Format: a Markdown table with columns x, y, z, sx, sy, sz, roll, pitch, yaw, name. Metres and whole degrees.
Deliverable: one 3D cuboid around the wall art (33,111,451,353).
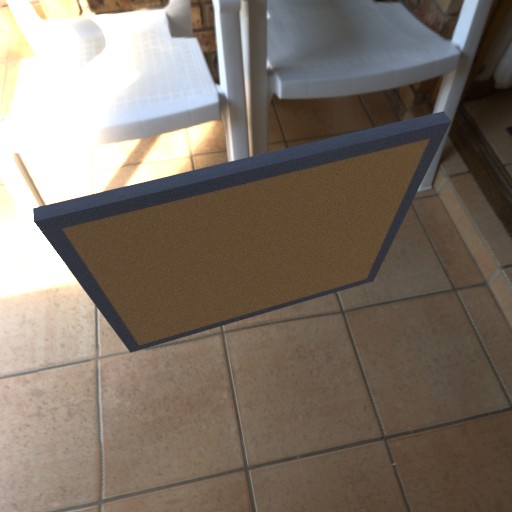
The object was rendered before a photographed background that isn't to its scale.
| x | y | z | sx | sy | sz | roll | pitch | yaw | name |
| --- | --- | --- | --- | --- | --- | --- | --- | --- | --- |
| 0.000 | 0.000 | 0.915 | 0.660 | 0.558 | 0.026 | -15 | 60 | -9 | wall art |
